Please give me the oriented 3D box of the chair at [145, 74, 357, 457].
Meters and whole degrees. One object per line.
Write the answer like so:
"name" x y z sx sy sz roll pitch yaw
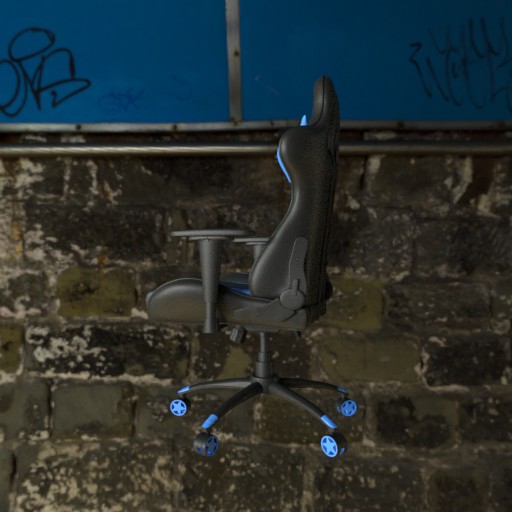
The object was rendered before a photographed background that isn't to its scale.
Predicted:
"chair" 0.000 0.000 1.705 0.730 1.282 0.695 0 0 17
